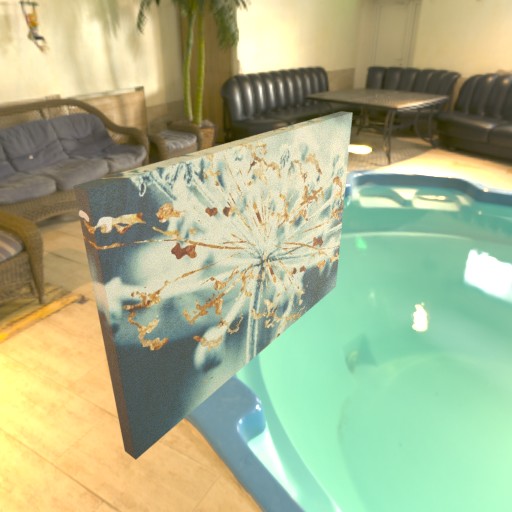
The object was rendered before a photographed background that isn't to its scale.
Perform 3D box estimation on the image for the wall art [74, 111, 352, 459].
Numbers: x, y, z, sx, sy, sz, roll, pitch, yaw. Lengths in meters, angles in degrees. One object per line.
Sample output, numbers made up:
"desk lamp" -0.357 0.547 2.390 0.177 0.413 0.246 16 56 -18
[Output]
"wall art" 0.000 0.000 1.155 0.038 0.608 0.912 19 32 33
